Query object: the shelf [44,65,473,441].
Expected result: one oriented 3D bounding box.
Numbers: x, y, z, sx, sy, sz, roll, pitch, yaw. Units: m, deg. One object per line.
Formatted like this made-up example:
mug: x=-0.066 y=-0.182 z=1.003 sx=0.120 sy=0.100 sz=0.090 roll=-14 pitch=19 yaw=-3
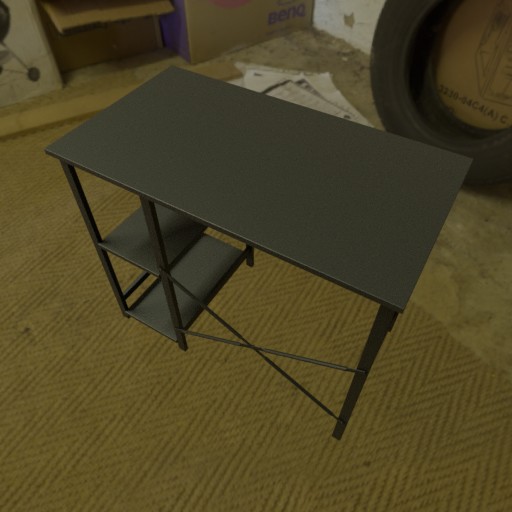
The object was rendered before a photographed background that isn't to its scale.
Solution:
shelf: x=0.000 y=0.000 z=1.344 sx=0.902 sy=0.749 sz=0.498 roll=25 pitch=54 yaw=20
